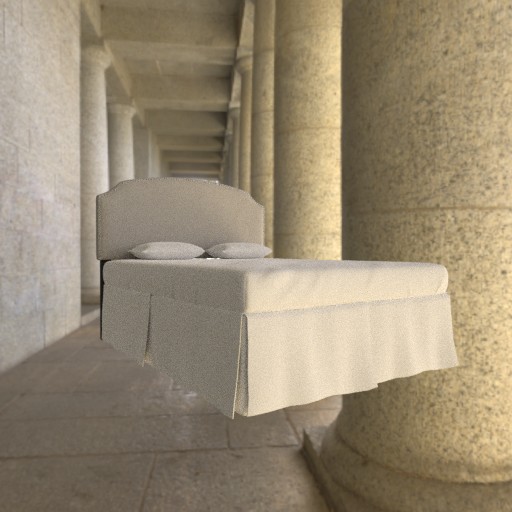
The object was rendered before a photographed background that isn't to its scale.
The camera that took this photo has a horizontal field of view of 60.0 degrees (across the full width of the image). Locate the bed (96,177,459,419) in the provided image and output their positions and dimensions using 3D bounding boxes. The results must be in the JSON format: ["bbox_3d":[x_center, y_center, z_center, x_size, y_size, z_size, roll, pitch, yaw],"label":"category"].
[{"bbox_3d":[0.000,0.000,2.939,1.558,1.270,1.999,-1,1,-35],"label":"bed"}]
